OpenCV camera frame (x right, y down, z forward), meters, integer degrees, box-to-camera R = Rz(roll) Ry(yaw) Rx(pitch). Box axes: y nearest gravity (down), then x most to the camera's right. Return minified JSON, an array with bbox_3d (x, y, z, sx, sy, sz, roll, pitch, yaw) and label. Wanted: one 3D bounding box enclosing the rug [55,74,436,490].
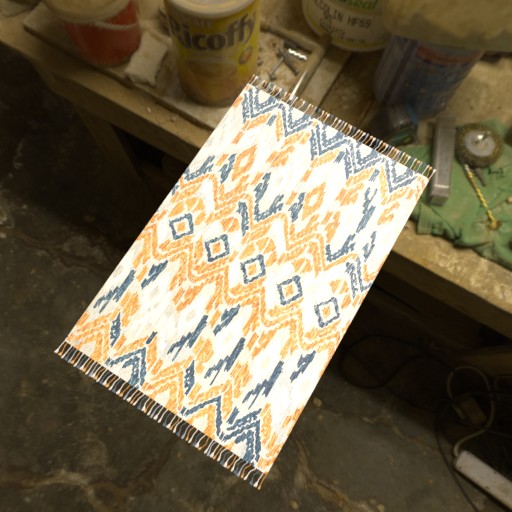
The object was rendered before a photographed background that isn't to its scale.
[{"bbox_3d":[0.000,0.000,2.984,1.533,0.010,2.428,30,77,8],"label":"rug"}]
